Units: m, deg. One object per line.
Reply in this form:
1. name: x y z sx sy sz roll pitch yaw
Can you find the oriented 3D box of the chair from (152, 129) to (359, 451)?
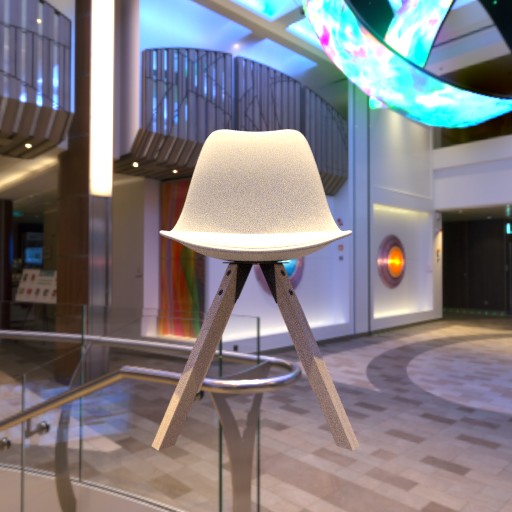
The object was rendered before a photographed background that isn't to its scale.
1. chair: 0.000 0.000 1.210 0.485 0.850 0.550 0 -1 0
